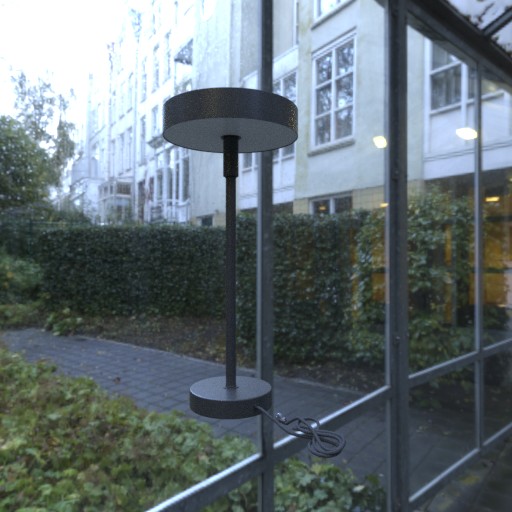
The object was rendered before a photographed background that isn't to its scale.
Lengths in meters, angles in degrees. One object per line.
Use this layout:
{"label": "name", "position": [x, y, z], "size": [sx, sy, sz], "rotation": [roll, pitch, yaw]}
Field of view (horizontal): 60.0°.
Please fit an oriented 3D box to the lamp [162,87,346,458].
{"label": "lamp", "position": [0.000, 0.000, 0.701], "size": [0.229, 0.508, 0.369], "rotation": [0, 0, -38]}
